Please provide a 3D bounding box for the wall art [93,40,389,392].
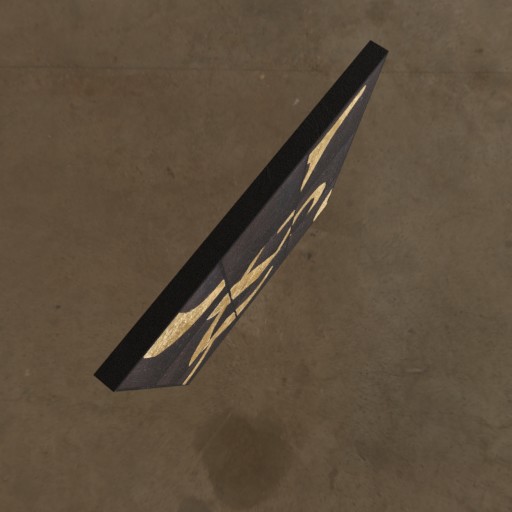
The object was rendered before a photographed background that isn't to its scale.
[{"bbox_3d":[0.000,0.000,1.108,0.044,0.758,0.758,36,78,9],"label":"wall art"}]
